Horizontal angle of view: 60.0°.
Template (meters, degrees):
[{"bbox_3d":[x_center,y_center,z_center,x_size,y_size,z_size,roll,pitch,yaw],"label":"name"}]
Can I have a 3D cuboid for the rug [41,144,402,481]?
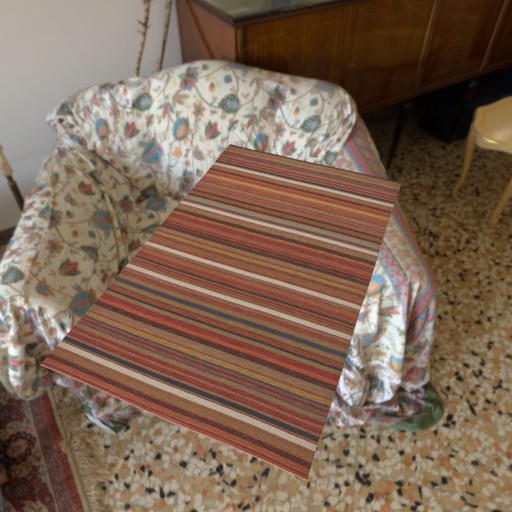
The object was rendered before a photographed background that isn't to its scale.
[{"bbox_3d":[0.000,0.000,2.985,1.523,0.008,2.438,17,48,16],"label":"rug"}]
